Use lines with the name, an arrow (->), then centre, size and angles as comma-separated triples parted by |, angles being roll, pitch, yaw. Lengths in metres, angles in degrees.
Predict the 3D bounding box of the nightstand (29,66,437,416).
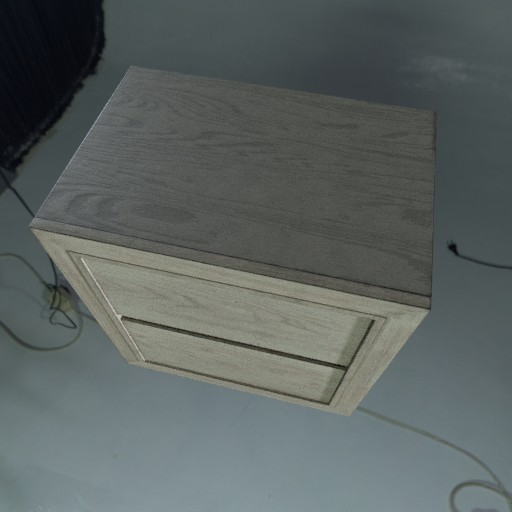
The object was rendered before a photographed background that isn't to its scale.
nightstand -> 0.000, 0.000, 1.056 | 0.612, 0.673, 0.483 | 11, 58, 7
